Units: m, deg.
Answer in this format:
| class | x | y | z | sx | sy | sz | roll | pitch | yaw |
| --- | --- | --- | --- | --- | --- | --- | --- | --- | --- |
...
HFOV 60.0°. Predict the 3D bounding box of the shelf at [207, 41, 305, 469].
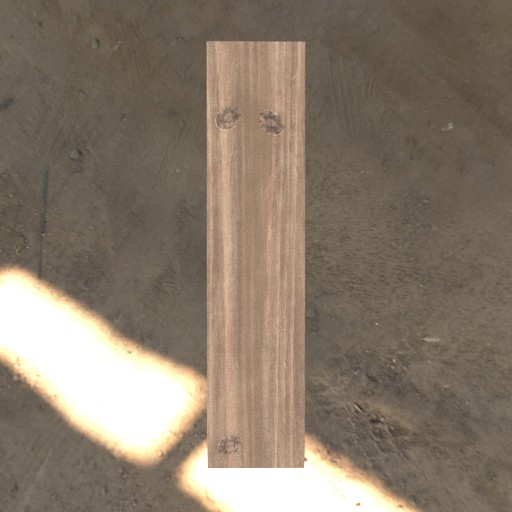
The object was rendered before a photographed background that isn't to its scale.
| class | x | y | z | sx | sy | sz | roll | pitch | yaw |
| --- | --- | --- | --- | --- | --- | --- | --- | --- | --- |
| shelf | 0.000 | 0.000 | 0.642 | 0.140 | 0.020 | 0.610 | 0 | 91 | -1 |
